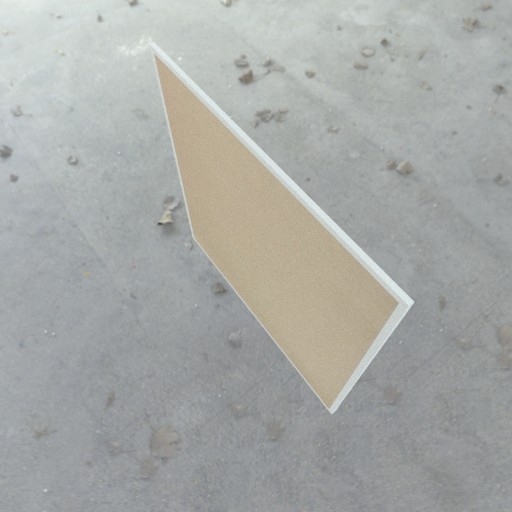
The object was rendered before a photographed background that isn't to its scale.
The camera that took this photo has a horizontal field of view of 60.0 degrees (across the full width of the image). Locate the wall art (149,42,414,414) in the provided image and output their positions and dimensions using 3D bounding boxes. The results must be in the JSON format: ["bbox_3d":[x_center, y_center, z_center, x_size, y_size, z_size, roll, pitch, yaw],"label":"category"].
[{"bbox_3d":[0.000,0.000,1.194,0.012,0.809,0.809,-32,64,-18],"label":"wall art"}]
